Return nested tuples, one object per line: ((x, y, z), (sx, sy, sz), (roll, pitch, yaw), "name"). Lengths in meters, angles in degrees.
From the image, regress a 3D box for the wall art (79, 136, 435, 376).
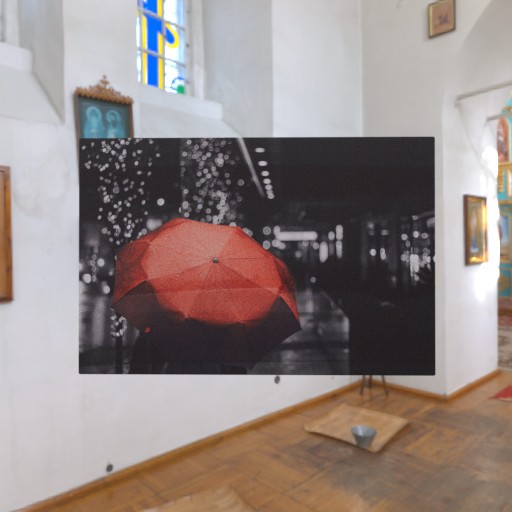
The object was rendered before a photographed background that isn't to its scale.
((0.000, 0.000, 0.774), (0.609, 0.406, 0.037), (0, 0, 1), "wall art")
